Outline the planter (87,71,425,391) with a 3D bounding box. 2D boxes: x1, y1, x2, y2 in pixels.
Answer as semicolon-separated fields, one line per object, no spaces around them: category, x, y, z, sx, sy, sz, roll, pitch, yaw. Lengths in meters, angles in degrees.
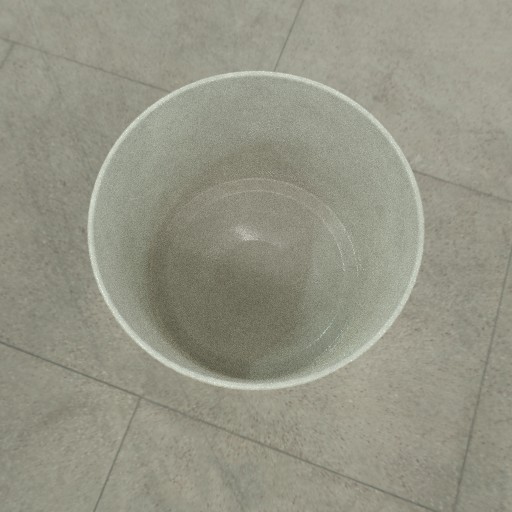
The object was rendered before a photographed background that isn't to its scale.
planter;0.000;0.000;0.444;0.250;0.239;0.250;0;75;0
